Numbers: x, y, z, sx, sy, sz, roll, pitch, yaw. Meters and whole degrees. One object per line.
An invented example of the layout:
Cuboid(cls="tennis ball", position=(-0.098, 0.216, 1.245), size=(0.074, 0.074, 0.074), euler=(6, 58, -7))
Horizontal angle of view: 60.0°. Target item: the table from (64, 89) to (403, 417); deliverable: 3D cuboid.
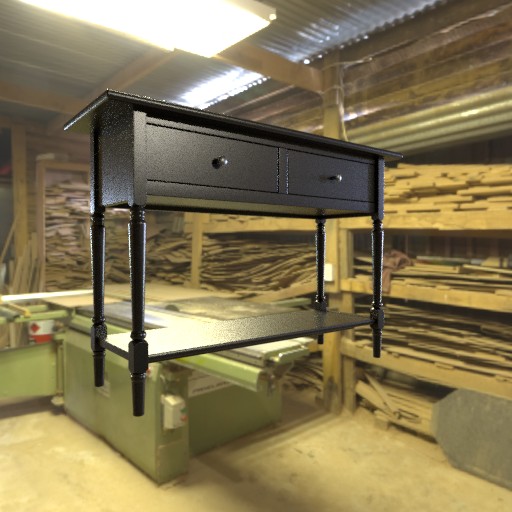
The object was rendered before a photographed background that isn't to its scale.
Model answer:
Cuboid(cls="table", position=(0.000, 0.000, 1.574), size=(1.191, 0.819, 0.386), euler=(-1, 1, -38))
